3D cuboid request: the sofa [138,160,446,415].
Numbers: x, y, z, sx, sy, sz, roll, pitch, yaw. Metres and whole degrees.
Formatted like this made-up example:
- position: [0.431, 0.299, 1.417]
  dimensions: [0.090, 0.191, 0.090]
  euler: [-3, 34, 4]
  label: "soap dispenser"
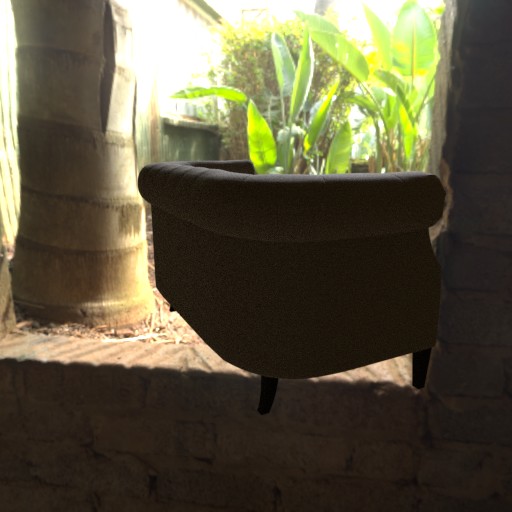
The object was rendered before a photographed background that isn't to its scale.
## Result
- position: [0.000, 0.000, 2.037]
  dimensions: [0.835, 0.827, 1.558]
  euler: [-7, 16, -26]
  label: "sofa"
